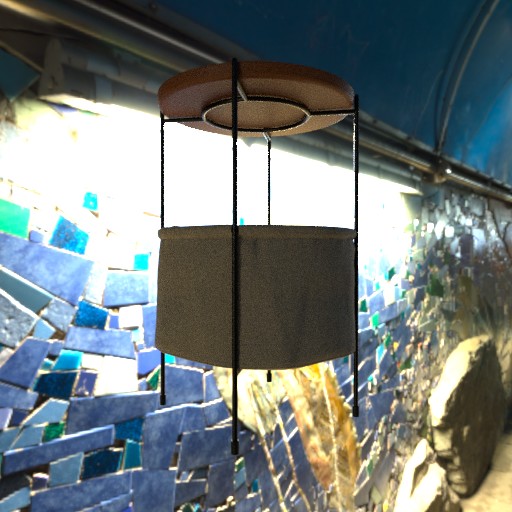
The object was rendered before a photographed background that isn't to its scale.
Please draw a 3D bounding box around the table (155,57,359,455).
[{"bbox_3d":[0.000,0.000,0.892,0.393,0.623,0.393,-1,1,-35],"label":"table"}]
